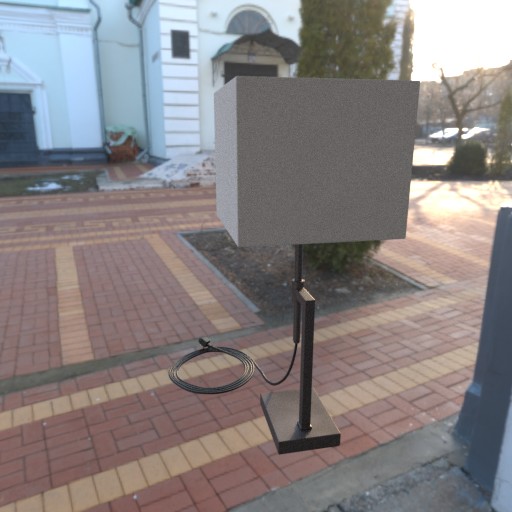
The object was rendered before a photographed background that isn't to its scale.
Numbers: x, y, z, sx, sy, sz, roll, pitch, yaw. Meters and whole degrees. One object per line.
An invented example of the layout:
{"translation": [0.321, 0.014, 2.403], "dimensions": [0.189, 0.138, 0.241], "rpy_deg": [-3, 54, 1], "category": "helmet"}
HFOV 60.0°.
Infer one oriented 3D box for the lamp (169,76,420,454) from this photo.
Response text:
{"translation": [0.000, 0.000, 0.950], "dimensions": [0.399, 0.660, 0.504], "rpy_deg": [-3, 16, -11], "category": "lamp"}
